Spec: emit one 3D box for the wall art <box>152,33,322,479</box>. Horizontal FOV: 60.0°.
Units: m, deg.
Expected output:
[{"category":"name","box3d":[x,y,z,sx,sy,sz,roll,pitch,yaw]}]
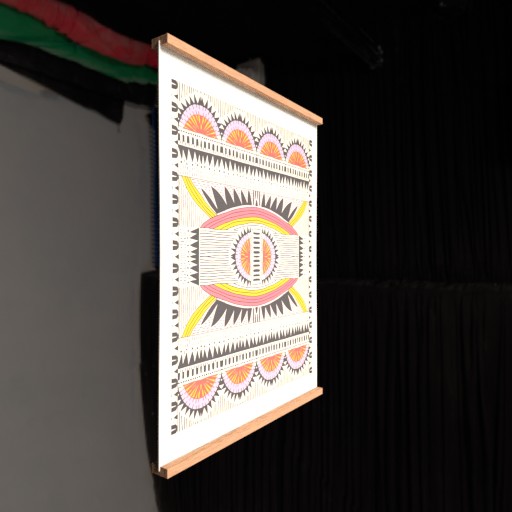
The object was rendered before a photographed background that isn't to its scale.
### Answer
[{"category":"wall art","box3d":[0.000,0.000,0.695,0.028,0.527,0.403,0,0,35]}]
